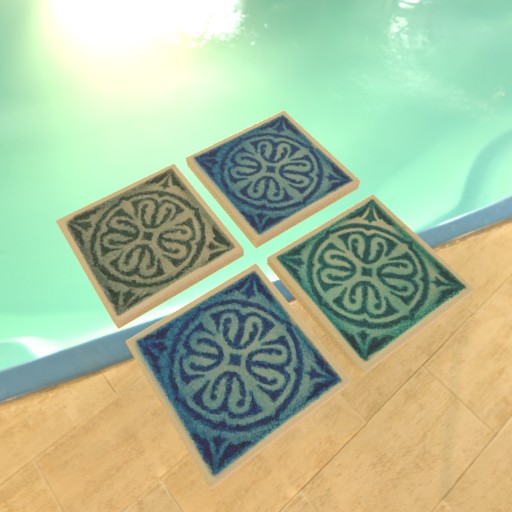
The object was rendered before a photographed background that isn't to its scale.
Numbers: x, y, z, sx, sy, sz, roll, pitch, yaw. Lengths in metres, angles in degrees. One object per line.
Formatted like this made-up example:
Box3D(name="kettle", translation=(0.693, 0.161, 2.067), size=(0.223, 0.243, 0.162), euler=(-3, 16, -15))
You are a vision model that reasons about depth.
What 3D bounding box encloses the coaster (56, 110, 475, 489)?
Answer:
Box3D(name="coaster", translation=(0.000, 0.000, 0.322), size=(0.214, 0.010, 0.219), euler=(-31, 63, -18))
